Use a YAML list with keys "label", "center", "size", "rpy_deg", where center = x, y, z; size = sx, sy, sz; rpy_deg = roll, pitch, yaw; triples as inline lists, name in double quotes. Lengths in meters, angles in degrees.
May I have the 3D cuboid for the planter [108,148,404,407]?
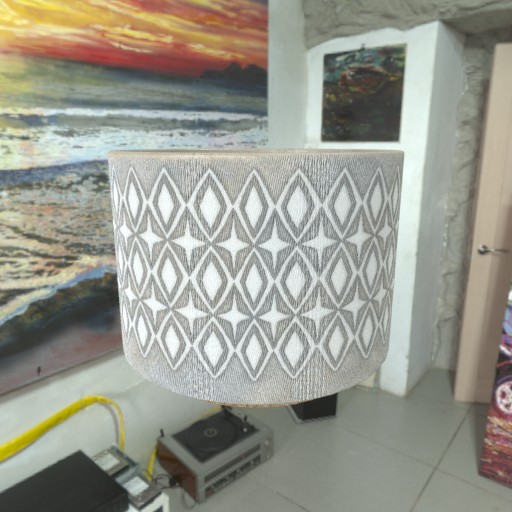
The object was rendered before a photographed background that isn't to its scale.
- label: "planter"
  center: [0.000, 0.000, 0.273]
  size: [0.164, 0.127, 0.164]
  rpy_deg: [0, 14, 0]
